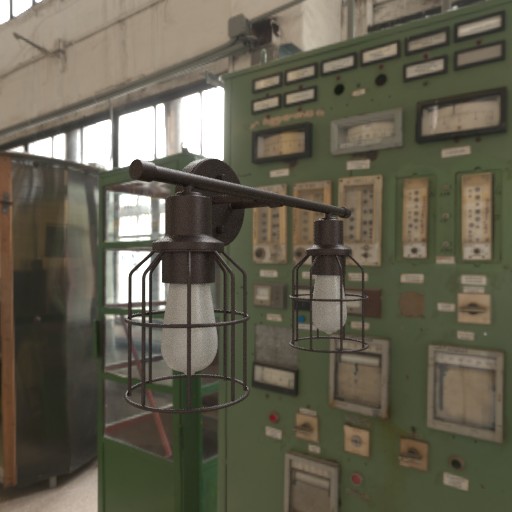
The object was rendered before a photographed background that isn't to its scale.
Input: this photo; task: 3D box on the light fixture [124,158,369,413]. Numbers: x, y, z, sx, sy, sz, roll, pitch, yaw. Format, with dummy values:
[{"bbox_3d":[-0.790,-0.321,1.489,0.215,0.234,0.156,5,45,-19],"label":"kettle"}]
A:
[{"bbox_3d":[0.000,0.000,0.538,0.165,0.254,0.406,0,-1,36],"label":"light fixture"}]
